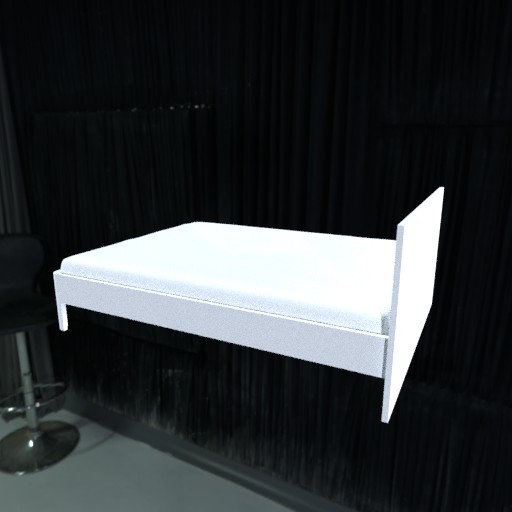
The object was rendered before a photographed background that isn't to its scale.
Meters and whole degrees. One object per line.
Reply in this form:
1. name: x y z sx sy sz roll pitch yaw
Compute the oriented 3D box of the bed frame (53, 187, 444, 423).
1. bed frame: 0.000 0.000 2.741 1.950 0.800 1.490 7 16 26
